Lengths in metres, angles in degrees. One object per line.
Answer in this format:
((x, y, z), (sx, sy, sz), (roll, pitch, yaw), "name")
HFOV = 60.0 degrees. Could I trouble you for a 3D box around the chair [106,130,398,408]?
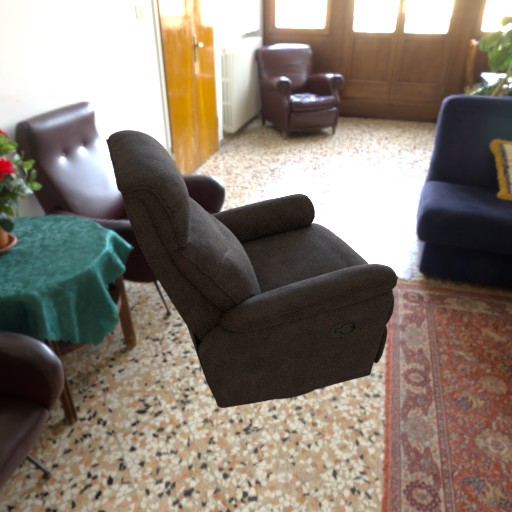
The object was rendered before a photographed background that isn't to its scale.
((0.000, 0.000, 1.830), (1.009, 1.035, 0.830), (-10, 32, -17), "chair")
